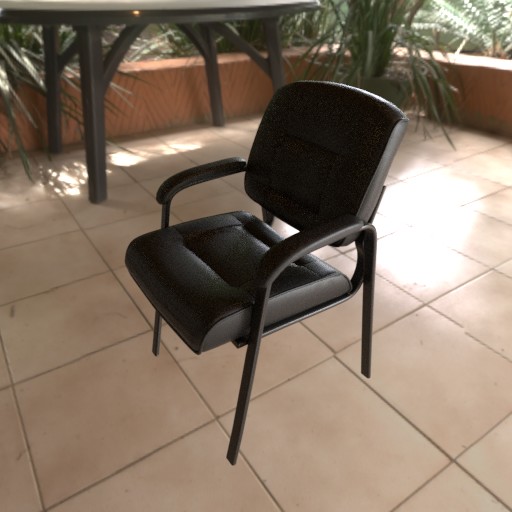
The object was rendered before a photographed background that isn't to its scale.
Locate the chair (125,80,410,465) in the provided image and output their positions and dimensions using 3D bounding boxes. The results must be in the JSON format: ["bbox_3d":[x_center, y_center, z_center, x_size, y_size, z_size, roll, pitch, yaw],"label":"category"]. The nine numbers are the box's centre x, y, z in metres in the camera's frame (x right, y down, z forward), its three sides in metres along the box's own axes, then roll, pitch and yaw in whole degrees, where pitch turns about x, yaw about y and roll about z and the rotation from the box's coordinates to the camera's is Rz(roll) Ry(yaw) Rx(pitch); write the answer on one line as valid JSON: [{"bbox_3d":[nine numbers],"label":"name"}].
[{"bbox_3d":[0.000,0.000,1.322,0.668,0.910,0.591,-20,37,-29],"label":"chair"}]
